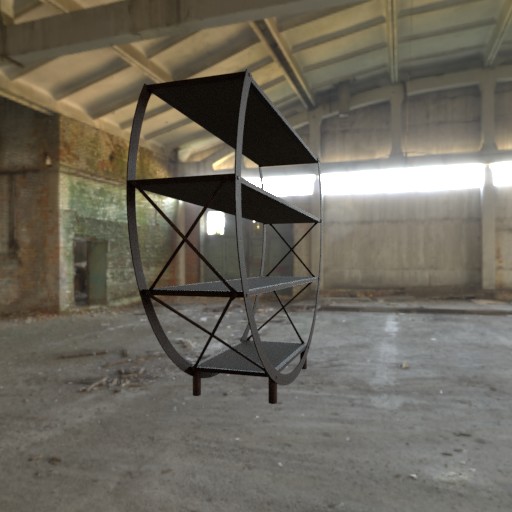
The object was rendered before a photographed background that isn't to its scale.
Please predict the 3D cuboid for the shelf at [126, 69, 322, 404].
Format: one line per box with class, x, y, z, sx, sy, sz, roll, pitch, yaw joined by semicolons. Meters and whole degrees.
shelf;0.000;0.000;1.900;0.344;1.063;1.403;0;-1;18
